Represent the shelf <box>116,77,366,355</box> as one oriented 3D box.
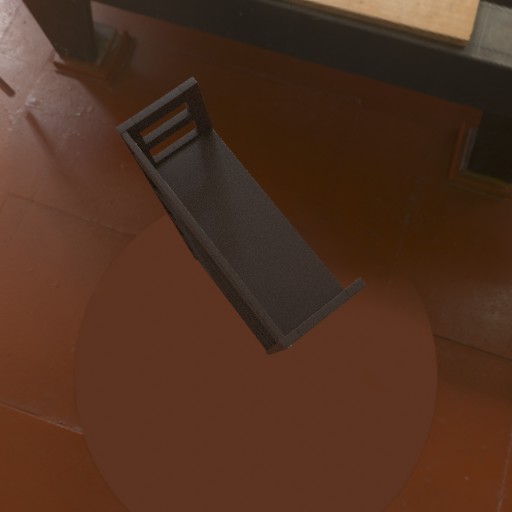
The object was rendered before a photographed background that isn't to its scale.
[{"bbox_3d":[0.000,0.000,1.968,0.403,1.600,0.763,-37,80,-8],"label":"shelf"}]
